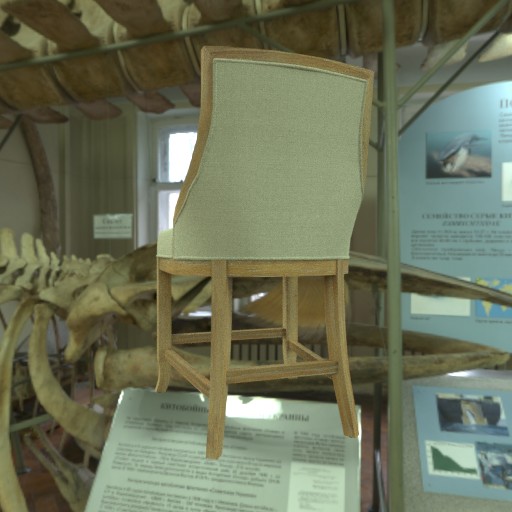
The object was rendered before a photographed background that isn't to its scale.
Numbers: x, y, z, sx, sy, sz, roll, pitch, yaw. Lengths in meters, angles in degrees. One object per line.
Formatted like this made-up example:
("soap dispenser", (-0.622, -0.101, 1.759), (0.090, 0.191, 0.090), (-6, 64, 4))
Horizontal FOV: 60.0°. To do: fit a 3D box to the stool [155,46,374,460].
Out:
("stool", (0.000, 0.000, 1.313), (0.524, 0.938, 0.626), (0, 1, -19))
